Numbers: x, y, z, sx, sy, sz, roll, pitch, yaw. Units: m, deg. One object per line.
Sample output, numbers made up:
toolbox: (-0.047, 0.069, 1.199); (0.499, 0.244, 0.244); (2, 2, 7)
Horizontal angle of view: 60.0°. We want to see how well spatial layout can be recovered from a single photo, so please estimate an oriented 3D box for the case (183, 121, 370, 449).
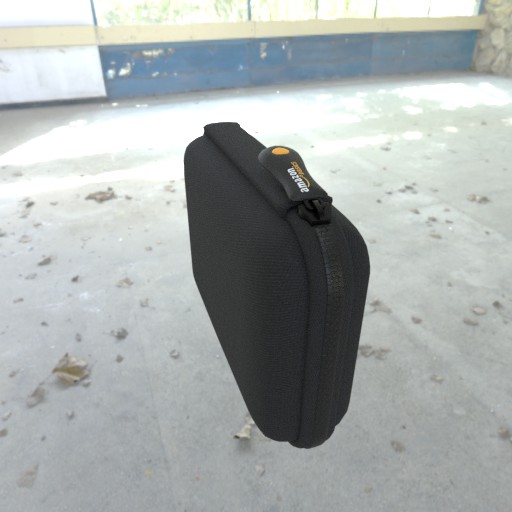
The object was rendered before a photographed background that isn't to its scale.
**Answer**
case: (0.000, 0.000, 0.185); (0.038, 0.105, 0.132); (-10, 33, -16)
